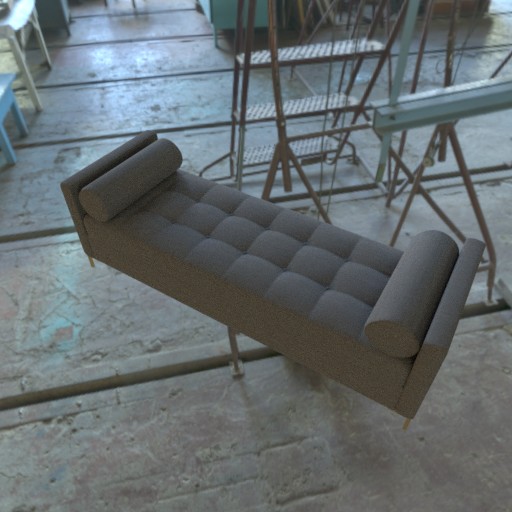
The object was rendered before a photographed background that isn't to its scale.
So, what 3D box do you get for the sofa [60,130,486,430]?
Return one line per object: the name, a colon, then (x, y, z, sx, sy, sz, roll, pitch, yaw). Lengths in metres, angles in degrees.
sofa: (0.000, 0.000, 2.327, 1.981, 0.635, 0.686, 23, 48, 22)
